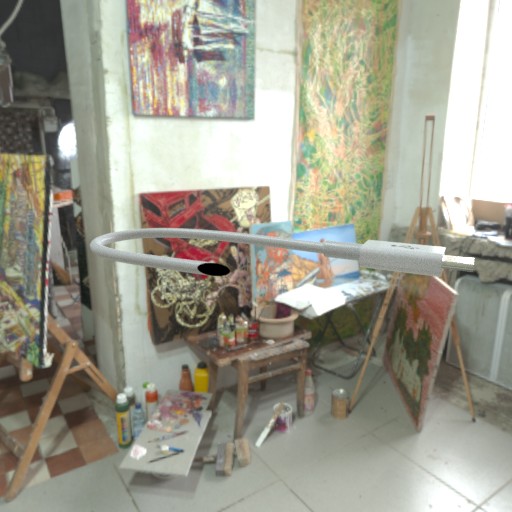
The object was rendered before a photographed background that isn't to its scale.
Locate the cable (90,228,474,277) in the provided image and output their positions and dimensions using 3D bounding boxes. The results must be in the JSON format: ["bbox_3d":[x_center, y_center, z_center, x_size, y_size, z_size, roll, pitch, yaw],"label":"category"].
[{"bbox_3d":[0.000,0.000,0.111,0.098,0.006,0.040,7,17,25],"label":"cable"}]
